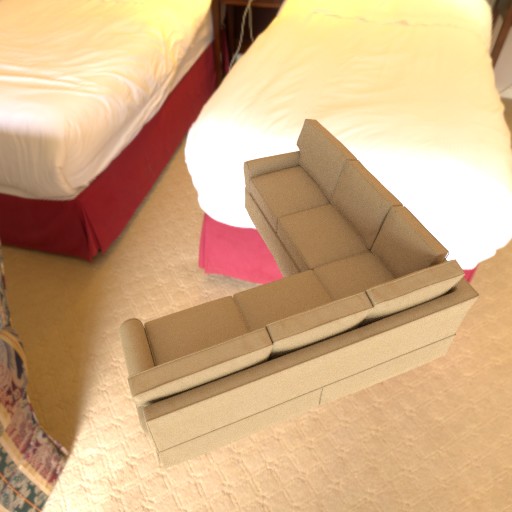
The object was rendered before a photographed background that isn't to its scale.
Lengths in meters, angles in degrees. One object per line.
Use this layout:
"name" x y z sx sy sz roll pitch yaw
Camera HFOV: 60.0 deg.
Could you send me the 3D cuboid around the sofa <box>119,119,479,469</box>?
"sofa" 0.000 0.000 4.223 2.733 1.124 2.730 -17 49 -15
